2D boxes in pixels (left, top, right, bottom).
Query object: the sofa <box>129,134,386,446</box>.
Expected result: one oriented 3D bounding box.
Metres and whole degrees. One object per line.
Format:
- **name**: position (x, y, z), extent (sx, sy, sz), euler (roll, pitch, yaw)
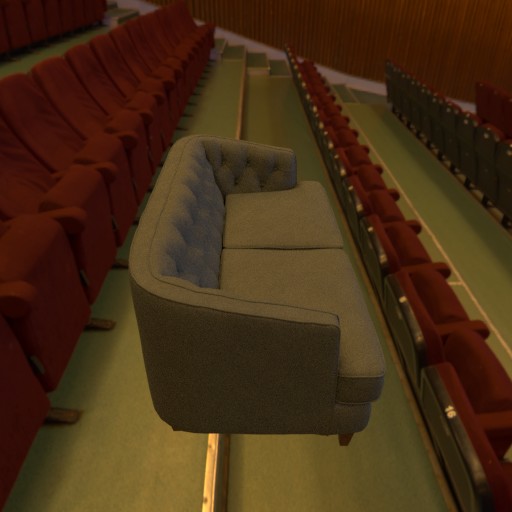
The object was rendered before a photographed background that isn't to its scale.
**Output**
- **sofa**: position (0.000, 0.000, 2.292), extent (0.941, 0.855, 1.733), euler (-1, 33, -1)
